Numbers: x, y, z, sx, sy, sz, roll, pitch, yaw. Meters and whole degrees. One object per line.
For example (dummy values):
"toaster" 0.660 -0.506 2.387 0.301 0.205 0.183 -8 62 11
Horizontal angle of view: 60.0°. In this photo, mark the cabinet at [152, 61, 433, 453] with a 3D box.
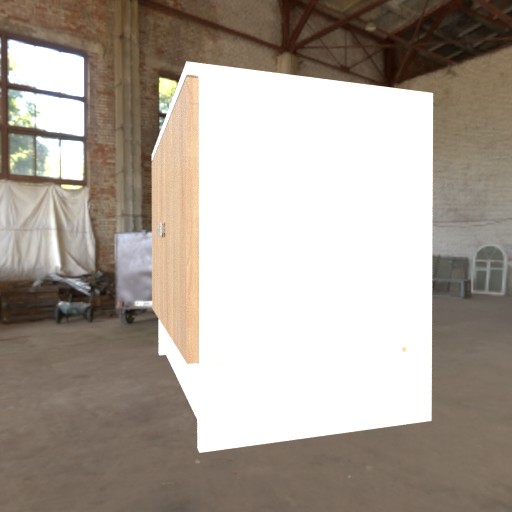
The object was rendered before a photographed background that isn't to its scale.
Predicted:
"cabinet" 0.000 0.000 0.931 0.400 0.522 0.600 0 1 -18
